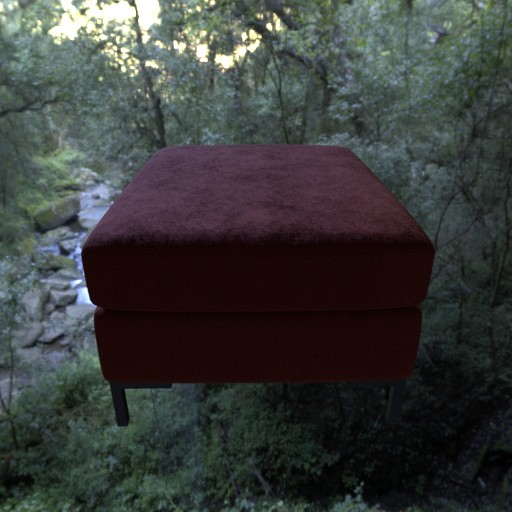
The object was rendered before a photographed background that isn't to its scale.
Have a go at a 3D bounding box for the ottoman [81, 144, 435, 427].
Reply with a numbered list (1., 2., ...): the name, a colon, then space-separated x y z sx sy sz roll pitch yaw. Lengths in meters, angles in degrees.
1. ottoman: 0.000 0.000 1.192 0.650 0.462 0.782 0 26 -1
